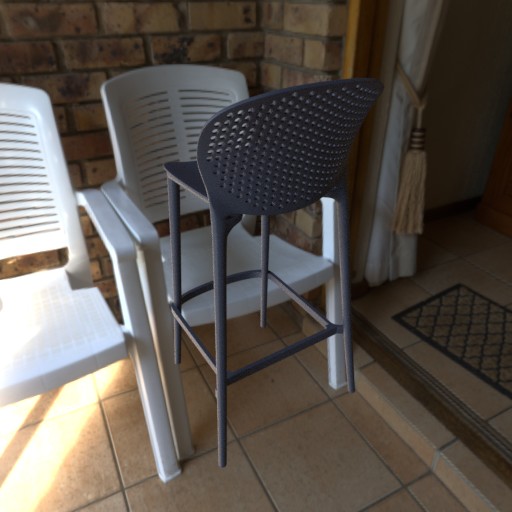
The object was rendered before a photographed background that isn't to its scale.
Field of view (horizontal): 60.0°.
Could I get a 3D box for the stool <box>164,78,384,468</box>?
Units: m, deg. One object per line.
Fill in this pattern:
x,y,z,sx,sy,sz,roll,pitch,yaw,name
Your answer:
0.000,0.000,1.307,0.536,1.045,0.535,-18,35,-28,stool
